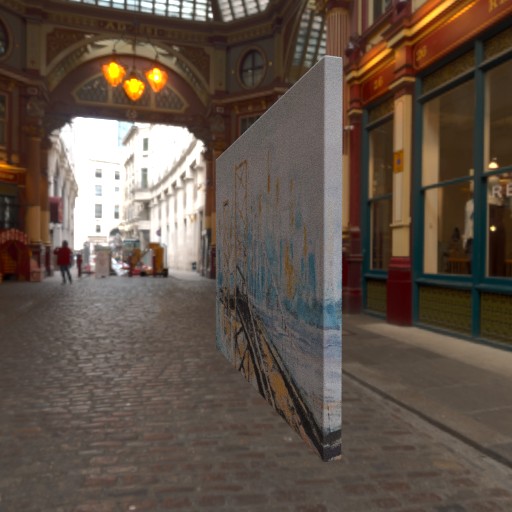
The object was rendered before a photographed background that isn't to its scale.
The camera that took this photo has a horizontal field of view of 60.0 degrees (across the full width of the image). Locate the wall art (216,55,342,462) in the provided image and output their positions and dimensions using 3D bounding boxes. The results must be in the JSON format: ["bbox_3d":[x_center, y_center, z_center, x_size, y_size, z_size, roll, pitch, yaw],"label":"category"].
[{"bbox_3d":[0.000,0.000,1.318,0.038,0.762,1.016,0,1,-17],"label":"wall art"}]
